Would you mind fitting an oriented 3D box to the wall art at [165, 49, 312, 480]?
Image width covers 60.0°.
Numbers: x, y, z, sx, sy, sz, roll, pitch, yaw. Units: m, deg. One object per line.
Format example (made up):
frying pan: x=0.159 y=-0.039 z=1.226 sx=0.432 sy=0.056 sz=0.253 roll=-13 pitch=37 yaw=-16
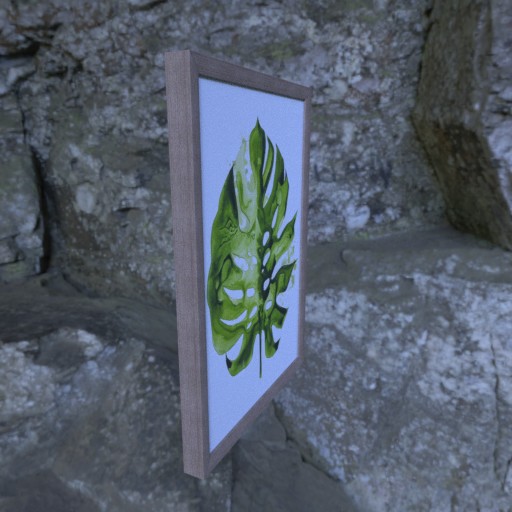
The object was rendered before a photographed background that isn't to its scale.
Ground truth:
wall art: x=0.000 y=0.000 z=0.665 sx=0.031 sy=0.509 sz=0.356 roll=7 pitch=16 yaw=26
